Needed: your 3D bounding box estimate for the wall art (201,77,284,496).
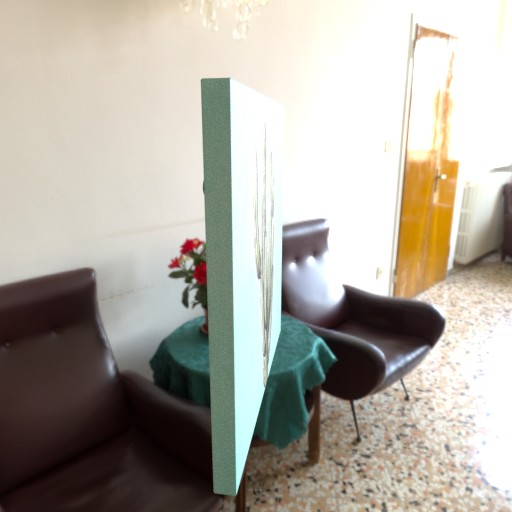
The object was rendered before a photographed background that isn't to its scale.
[{"bbox_3d":[0.000,0.000,1.128,0.054,0.766,0.765,3,16,9],"label":"wall art"}]
